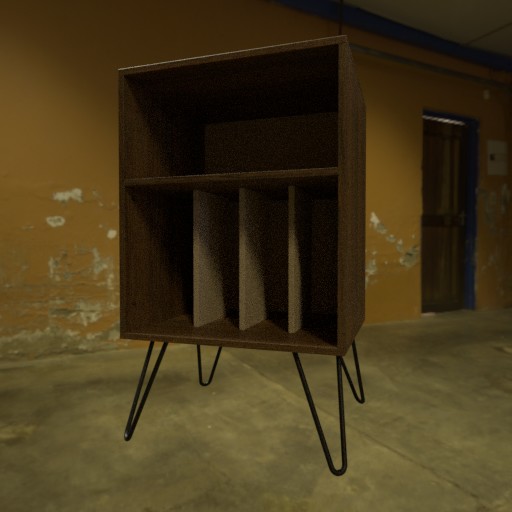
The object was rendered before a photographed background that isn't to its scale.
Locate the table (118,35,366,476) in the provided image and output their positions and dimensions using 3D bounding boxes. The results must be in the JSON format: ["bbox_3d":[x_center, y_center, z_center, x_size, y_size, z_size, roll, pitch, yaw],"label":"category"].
[{"bbox_3d":[0.000,0.000,1.160,0.526,0.866,0.457,0,1,19],"label":"table"}]
